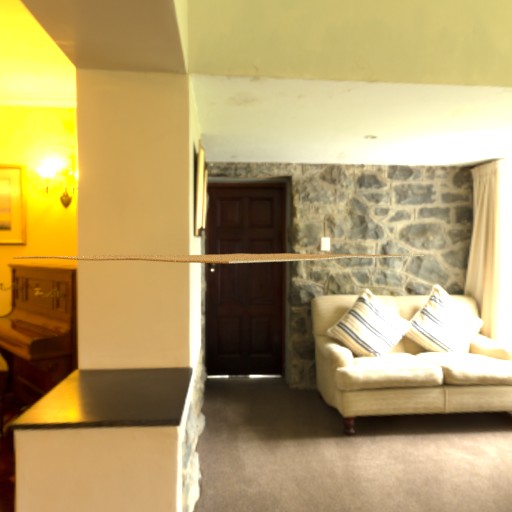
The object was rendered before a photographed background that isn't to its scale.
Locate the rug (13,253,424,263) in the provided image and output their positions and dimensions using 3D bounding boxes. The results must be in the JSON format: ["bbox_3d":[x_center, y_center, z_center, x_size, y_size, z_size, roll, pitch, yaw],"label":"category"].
[{"bbox_3d":[0.000,0.000,2.969,1.524,0.015,2.439,1,1,36],"label":"rug"}]
